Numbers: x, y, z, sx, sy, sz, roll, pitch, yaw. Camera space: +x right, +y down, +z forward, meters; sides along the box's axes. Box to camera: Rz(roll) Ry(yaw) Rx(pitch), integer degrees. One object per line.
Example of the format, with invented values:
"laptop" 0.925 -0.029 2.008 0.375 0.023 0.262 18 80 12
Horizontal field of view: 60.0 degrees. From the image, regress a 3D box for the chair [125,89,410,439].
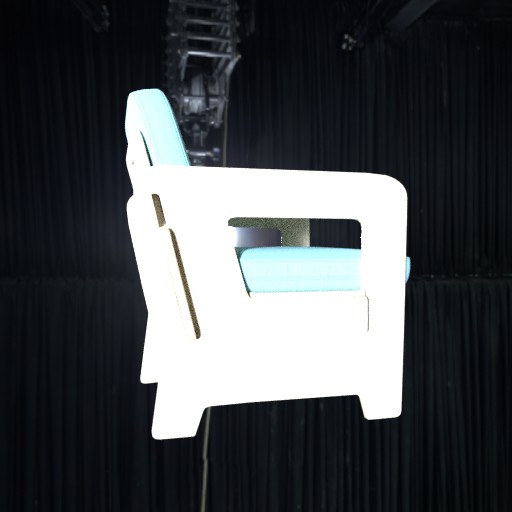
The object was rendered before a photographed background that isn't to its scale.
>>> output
"chair" 0.000 0.000 1.273 0.710 0.800 0.590 0 1 -18
